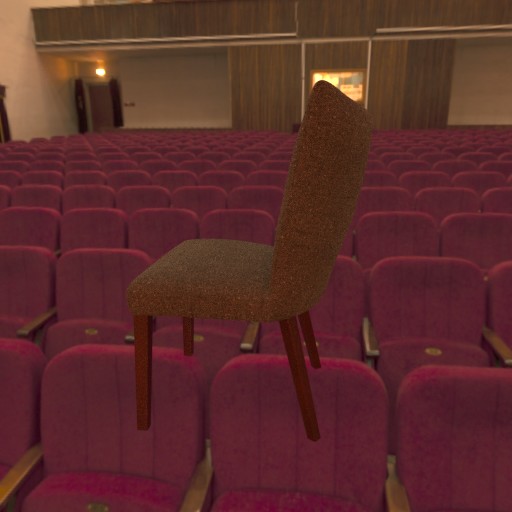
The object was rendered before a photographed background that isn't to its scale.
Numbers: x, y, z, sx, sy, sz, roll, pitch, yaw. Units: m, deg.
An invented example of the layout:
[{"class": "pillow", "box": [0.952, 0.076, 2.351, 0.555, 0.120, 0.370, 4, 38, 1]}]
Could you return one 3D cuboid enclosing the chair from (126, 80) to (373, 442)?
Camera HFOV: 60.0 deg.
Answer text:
[{"class": "chair", "box": [0.000, 0.000, 1.318, 0.623, 0.924, 0.535, 2, 16, 8]}]
